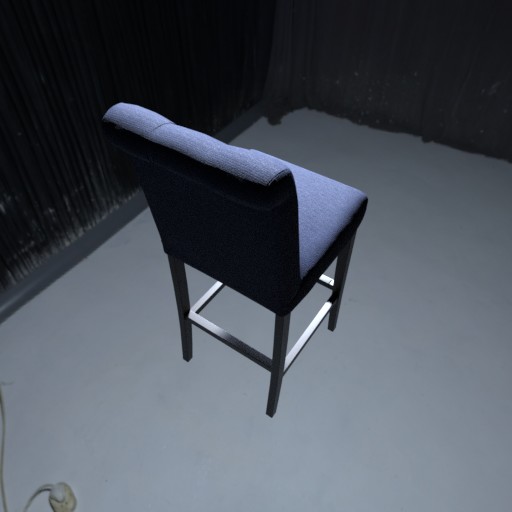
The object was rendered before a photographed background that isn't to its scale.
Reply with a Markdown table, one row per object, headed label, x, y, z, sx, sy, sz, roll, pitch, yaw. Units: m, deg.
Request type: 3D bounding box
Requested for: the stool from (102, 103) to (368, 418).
| label | x | y | z | sx | sy | sz | roll | pitch | yaw |
| --- | --- | --- | --- | --- | --- | --- | --- | --- | --- |
| stool | 0.000 | 0.000 | 1.455 | 0.493 | 1.140 | 0.601 | 27 | 52 | 23 |
